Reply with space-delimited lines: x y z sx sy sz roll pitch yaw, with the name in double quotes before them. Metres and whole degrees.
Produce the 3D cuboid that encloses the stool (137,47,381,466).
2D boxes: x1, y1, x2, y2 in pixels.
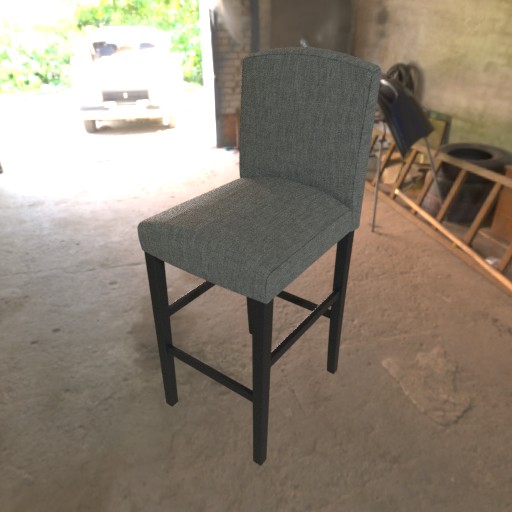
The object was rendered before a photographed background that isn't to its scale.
"stool" 0.000 0.000 1.371 0.451 1.138 0.552 20 36 31
